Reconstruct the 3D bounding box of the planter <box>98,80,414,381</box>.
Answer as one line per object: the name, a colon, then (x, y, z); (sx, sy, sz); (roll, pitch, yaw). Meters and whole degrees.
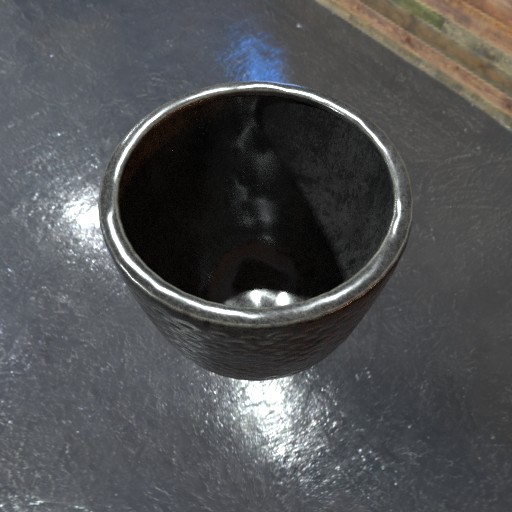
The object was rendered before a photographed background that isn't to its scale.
planter: (0.000, 0.000, 0.250); (0.140, 0.129, 0.140); (0, 59, 0)
